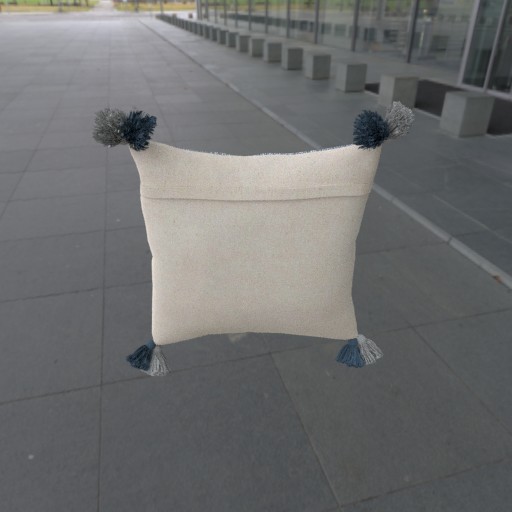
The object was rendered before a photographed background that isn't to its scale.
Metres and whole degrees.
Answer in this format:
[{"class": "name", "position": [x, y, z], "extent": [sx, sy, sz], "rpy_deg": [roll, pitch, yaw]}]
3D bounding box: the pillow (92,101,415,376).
[{"class": "pillow", "position": [0.000, 0.000, 0.935], "extent": [0.614, 0.634, 0.138], "rpy_deg": [0, 30, -1]}]
